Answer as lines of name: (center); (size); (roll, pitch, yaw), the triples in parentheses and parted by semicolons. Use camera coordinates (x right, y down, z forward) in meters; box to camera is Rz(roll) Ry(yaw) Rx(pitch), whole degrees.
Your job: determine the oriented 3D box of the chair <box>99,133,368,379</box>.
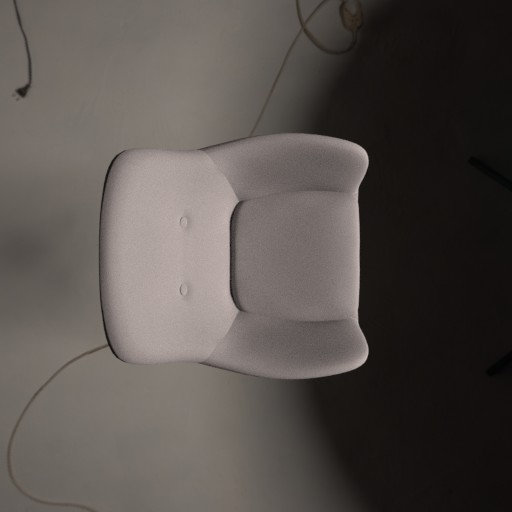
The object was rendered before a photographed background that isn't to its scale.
chair: (0.000, 0.000, 1.254); (0.590, 0.830, 0.570); (0, 90, 2)
